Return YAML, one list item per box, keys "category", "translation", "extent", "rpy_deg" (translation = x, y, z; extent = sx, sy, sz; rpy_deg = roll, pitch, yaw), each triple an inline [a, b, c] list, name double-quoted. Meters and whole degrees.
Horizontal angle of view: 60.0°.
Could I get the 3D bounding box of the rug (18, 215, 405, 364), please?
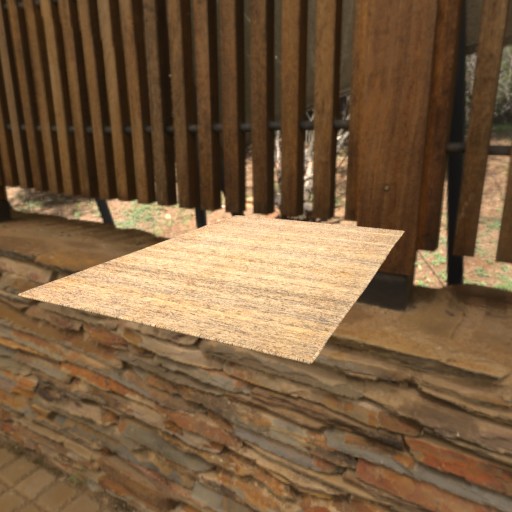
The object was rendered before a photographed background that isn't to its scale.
- category: "rug"
  translation: [0.000, 0.000, 2.313]
  extent: [1.243, 0.014, 1.846]
  rpy_deg: [8, 18, 25]
